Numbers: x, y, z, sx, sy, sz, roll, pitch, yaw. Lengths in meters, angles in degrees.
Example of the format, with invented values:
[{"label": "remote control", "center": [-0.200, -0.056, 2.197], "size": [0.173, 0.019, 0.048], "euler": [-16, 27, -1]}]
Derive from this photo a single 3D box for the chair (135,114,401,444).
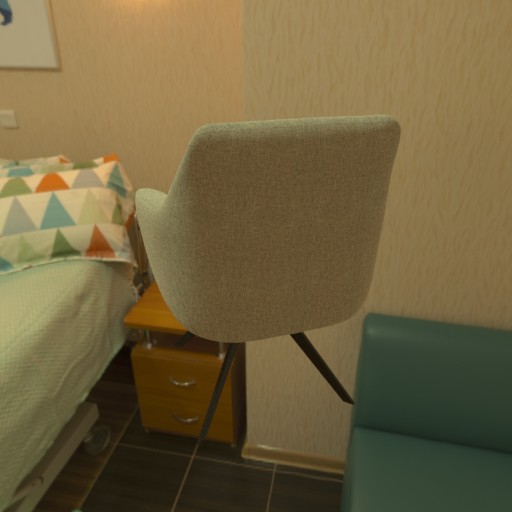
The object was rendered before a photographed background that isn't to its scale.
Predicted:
[{"label": "chair", "center": [0.000, 0.000, 1.313], "size": [0.642, 0.874, 0.677], "euler": [-8, 27, -16]}]
